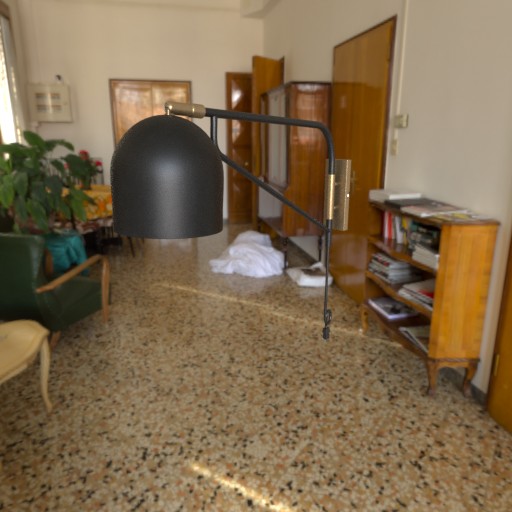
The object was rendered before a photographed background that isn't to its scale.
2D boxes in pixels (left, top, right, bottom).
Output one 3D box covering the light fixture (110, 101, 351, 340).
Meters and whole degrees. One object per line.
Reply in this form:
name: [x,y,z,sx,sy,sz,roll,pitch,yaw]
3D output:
light fixture: [0.000,0.000,1.090,0.215,0.696,0.720,14,20,41]
